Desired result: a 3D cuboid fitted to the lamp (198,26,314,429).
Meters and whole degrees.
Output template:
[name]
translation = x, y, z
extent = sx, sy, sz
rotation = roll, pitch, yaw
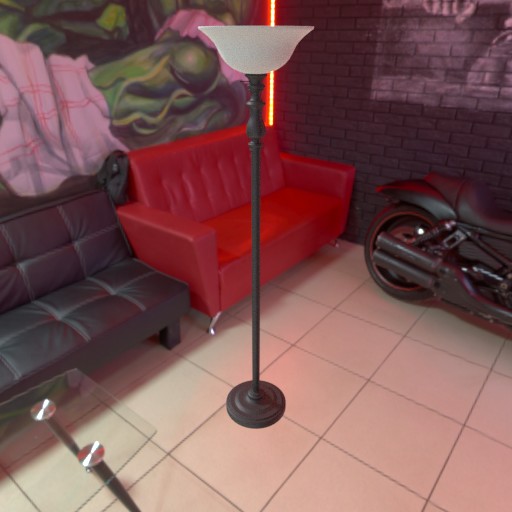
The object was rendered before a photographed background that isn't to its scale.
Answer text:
[lamp]
translation = 0.000, 0.000, 1.956
extent = 0.405, 1.797, 0.405
rotation = -9, 28, -17
